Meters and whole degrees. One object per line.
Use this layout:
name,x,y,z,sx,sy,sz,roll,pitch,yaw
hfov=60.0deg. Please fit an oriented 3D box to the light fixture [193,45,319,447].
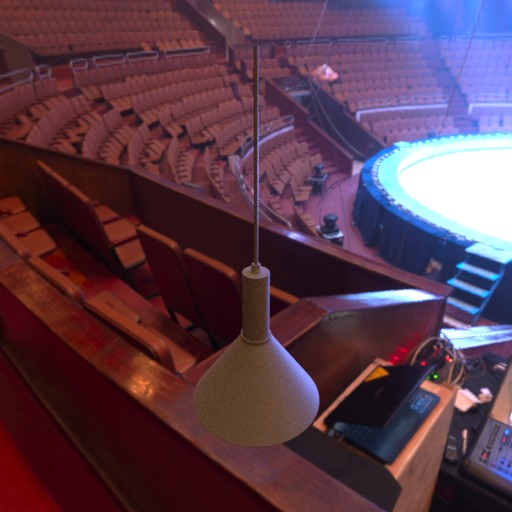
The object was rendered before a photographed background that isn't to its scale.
light fixture,0.000,0.000,0.796,0.267,0.683,0.267,17,31,31
